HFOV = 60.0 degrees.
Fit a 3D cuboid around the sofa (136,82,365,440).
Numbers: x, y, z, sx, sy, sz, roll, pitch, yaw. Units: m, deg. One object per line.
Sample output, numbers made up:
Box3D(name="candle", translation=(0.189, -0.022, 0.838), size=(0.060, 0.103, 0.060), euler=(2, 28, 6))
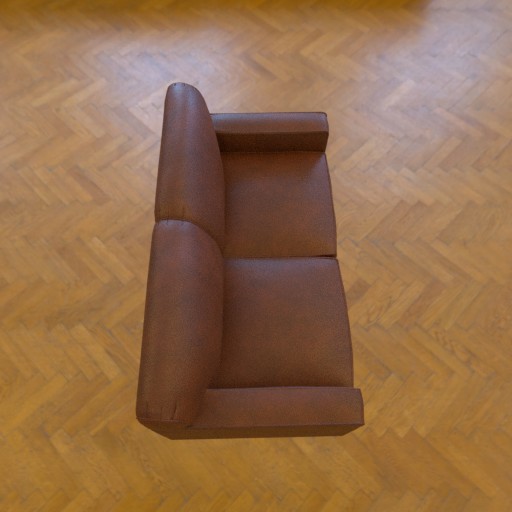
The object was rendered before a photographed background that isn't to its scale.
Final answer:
Box3D(name="sofa", translation=(0.000, 0.000, 2.484), size=(1.000, 0.966, 1.856), euler=(-1, 63, -1))
